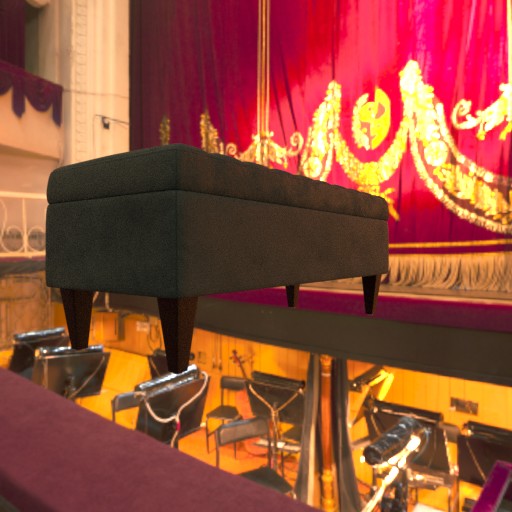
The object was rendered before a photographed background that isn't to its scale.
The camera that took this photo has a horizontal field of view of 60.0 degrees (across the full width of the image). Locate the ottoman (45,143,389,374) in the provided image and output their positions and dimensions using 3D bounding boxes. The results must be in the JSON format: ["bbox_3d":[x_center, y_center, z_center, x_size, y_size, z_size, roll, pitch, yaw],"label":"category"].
[{"bbox_3d":[0.000,0.000,1.428,0.482,0.469,1.151,1,1,36],"label":"ottoman"}]
